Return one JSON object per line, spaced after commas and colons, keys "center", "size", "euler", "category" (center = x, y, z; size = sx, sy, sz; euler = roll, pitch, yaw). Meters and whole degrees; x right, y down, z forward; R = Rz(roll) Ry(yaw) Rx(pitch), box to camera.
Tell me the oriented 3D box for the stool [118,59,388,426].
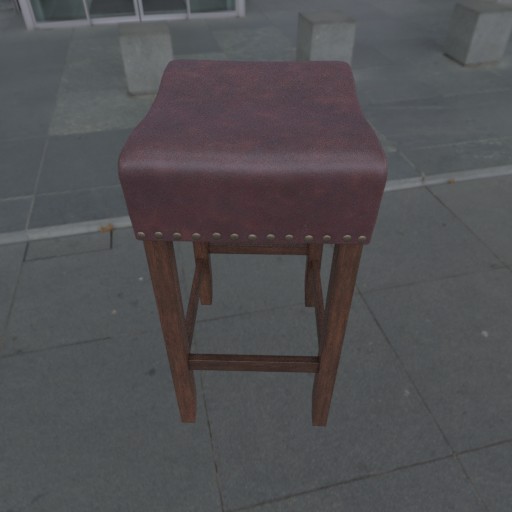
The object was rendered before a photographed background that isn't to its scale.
{"center": [0.000, 0.000, 1.052], "size": [0.401, 0.769, 0.465], "euler": [1, 41, 1], "category": "stool"}
